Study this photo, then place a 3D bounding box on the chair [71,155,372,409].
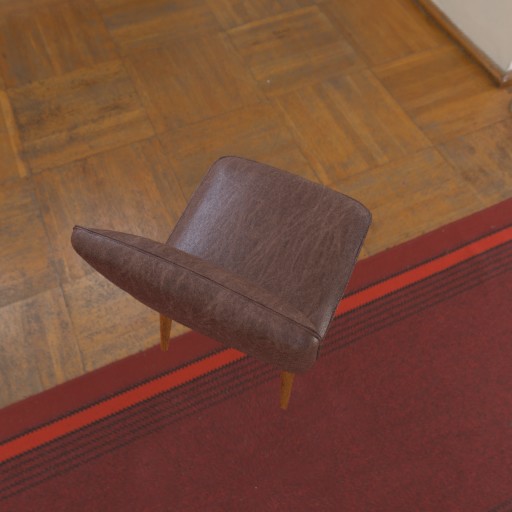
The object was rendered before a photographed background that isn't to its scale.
[{"bbox_3d":[0.000,0.000,1.209,0.543,0.803,0.645,18,64,9],"label":"chair"}]
